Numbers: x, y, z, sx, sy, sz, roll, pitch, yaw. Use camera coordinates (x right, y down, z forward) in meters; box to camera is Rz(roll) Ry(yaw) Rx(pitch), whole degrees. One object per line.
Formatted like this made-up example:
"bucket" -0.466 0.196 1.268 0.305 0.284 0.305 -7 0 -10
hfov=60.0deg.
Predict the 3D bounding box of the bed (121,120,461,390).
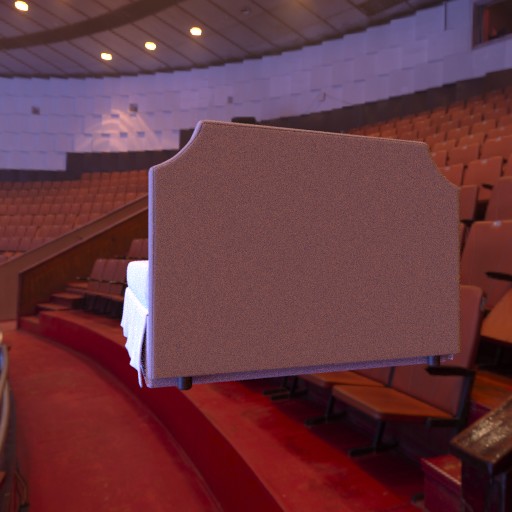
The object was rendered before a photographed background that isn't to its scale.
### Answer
"bed" 0.000 0.000 4.160 2.350 1.590 2.773 0 -1 -19
